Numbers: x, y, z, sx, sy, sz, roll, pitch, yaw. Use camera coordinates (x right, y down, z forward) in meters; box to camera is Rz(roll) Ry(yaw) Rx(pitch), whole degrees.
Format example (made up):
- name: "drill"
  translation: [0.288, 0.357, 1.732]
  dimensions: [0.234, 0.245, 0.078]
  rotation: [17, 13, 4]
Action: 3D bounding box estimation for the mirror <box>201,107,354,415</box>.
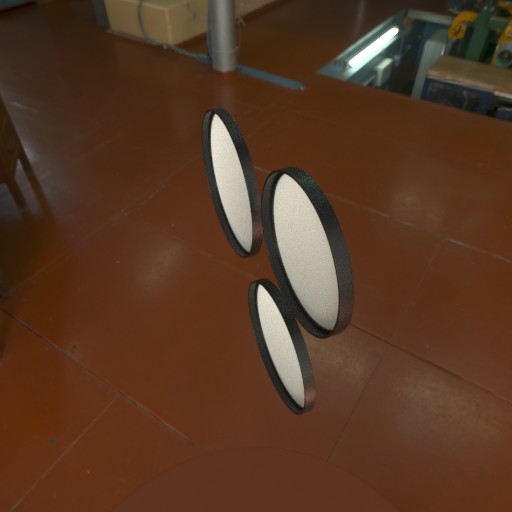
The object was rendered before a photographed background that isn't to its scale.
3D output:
- name: "mirror"
  translation: [0.000, 0.000, 3.181]
  dimensions: [0.076, 2.096, 2.160]
  rotation: [-16, 47, -16]
